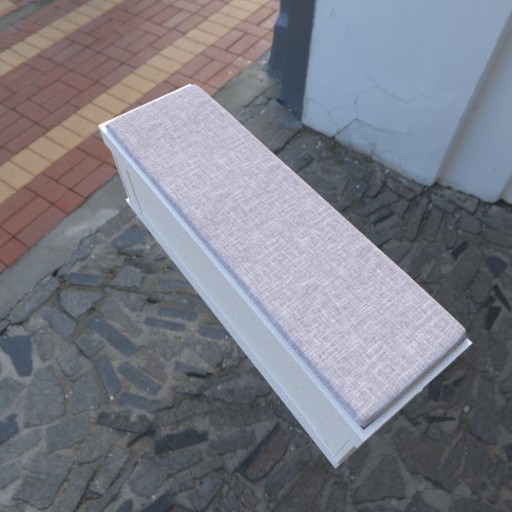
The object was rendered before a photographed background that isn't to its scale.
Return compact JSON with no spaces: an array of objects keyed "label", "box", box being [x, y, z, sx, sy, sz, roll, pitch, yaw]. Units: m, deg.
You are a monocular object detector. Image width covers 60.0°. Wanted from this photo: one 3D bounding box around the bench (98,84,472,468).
[{"label":"bench","box":[0.000,0.000,1.394,0.363,0.453,1.196,-33,63,-19]}]
